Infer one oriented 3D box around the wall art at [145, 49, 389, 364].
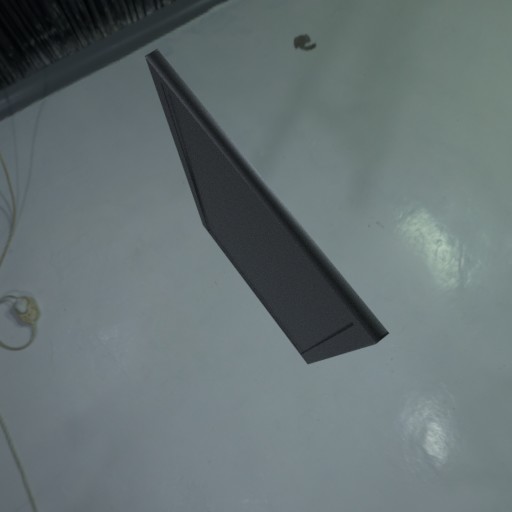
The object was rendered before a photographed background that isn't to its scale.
[{"bbox_3d":[0.000,0.000,0.556,0.013,0.431,0.303,-36,77,-9],"label":"wall art"}]
